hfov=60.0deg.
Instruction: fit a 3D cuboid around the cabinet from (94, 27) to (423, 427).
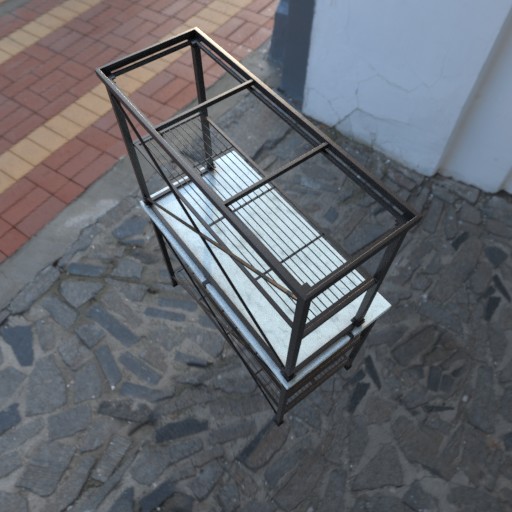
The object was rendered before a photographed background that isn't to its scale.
[{"bbox_3d":[0.000,0.000,2.180,0.610,1.659,1.210,-33,64,-19],"label":"cabinet"}]
